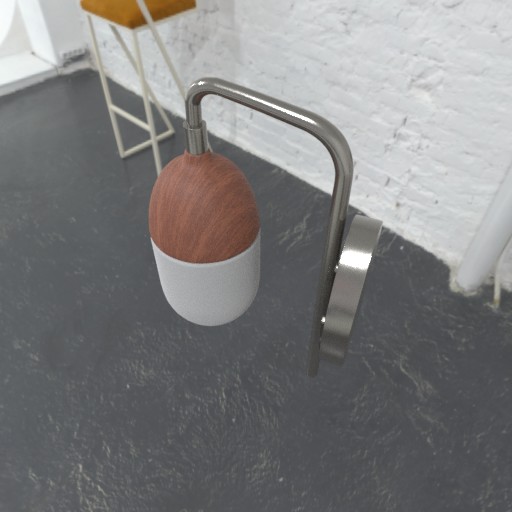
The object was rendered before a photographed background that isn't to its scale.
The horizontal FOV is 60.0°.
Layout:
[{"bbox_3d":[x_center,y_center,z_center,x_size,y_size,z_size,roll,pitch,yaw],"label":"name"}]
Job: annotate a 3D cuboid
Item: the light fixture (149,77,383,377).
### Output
[{"bbox_3d":[0.000,0.000,0.437,0.216,0.343,0.108,16,47,16],"label":"light fixture"}]
